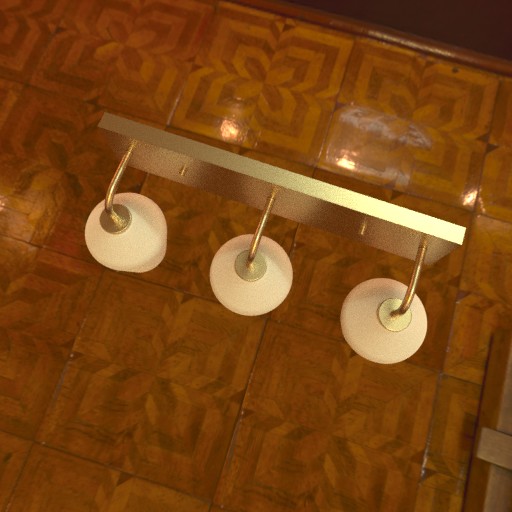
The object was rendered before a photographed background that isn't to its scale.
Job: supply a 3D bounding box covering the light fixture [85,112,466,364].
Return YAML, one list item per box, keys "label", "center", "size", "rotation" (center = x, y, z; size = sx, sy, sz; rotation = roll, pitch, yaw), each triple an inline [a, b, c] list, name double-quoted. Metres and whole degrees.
- label: "light fixture"
  center: [0.000, 0.000, 0.731]
  size: [0.609, 0.280, 0.190]
  rotation: [19, 75, 5]
